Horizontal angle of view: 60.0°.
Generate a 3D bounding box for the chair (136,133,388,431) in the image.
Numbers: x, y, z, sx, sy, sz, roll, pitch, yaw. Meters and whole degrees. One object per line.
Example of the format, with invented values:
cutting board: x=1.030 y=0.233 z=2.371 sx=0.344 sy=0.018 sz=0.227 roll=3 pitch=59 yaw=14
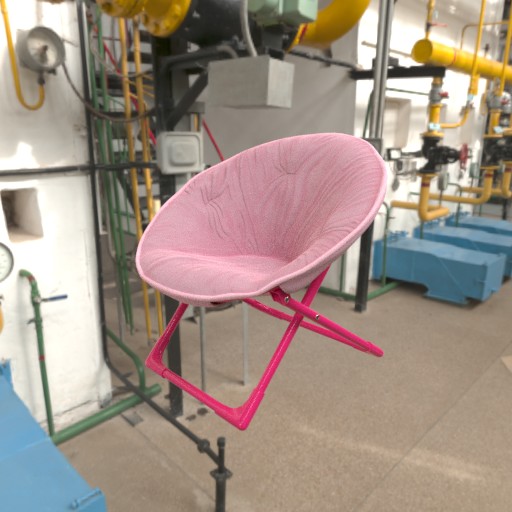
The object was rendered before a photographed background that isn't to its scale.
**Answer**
chair: x=0.000 y=0.000 z=0.925 sx=0.459 sy=0.494 sz=0.522 roll=-15 pitch=21 yaw=-43
